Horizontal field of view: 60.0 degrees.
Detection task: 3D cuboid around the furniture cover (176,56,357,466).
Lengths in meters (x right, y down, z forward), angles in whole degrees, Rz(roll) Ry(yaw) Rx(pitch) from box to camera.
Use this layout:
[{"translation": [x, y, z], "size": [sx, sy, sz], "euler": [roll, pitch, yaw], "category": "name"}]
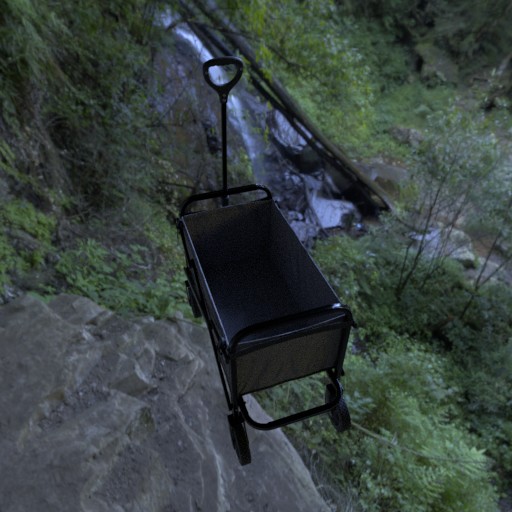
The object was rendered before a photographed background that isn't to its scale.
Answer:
[{"translation": [0.000, 0.000, 1.758], "size": [0.532, 1.295, 1.038], "euler": [-13, 42, -14], "category": "furniture cover"}]
